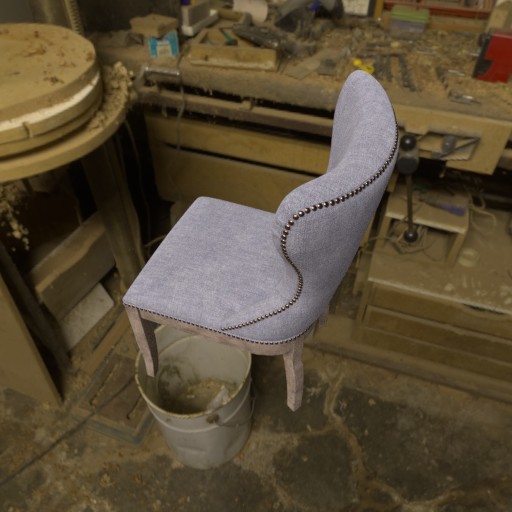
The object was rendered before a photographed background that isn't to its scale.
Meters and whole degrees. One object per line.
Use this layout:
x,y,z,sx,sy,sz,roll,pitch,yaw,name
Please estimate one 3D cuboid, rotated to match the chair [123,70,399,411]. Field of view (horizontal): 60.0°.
0.000,0.000,1.398,0.681,1.002,0.654,15,47,14,chair
